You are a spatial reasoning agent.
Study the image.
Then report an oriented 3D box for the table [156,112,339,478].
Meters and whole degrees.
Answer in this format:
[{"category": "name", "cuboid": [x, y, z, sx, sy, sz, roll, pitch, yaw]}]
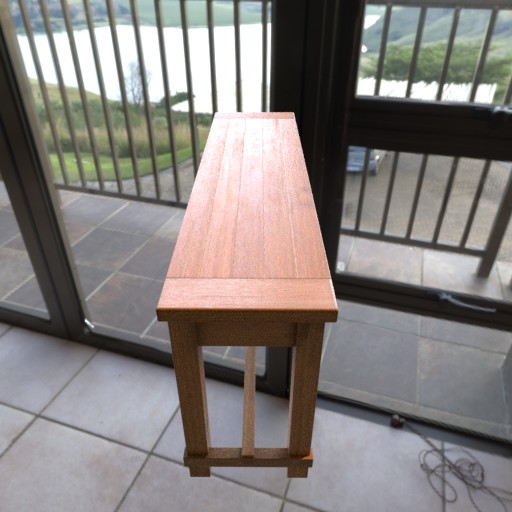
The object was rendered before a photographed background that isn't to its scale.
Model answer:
[{"category": "table", "cuboid": [0.000, 0.000, 1.872, 0.442, 0.762, 1.599, 0, 33, 0]}]
